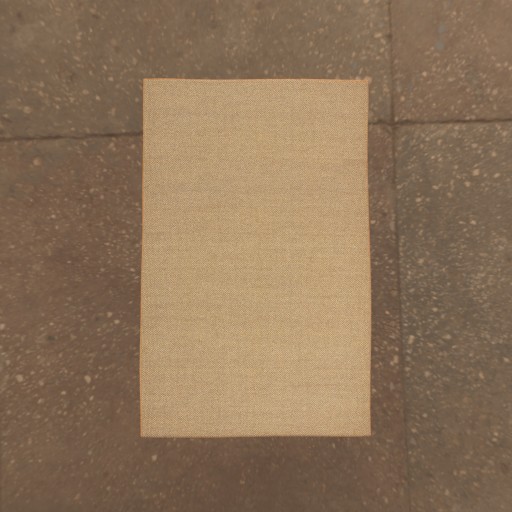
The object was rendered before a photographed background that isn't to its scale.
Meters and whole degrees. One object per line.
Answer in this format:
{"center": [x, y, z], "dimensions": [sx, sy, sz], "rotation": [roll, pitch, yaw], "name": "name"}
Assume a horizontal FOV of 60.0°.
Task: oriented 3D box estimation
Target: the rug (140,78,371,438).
{"center": [0.000, 0.000, 2.075], "dimensions": [1.078, 0.013, 1.678], "rotation": [0, 88, -1], "name": "rug"}
